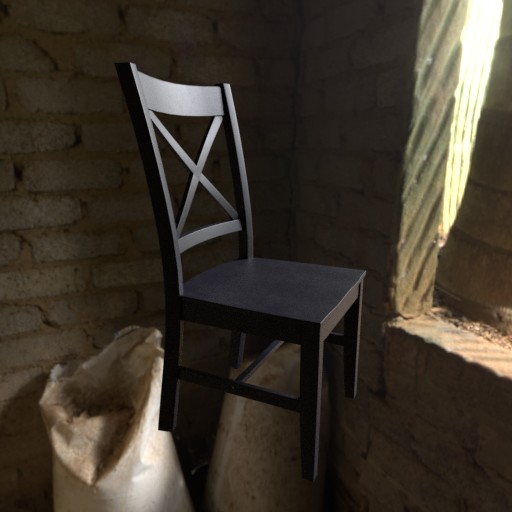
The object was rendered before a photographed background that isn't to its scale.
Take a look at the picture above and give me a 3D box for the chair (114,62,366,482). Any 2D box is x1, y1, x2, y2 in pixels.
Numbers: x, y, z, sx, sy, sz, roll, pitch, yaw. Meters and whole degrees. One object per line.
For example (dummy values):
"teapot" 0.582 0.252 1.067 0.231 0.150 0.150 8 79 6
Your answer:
"chair" 0.000 0.000 1.256 0.542 0.983 0.485 7 16 25
